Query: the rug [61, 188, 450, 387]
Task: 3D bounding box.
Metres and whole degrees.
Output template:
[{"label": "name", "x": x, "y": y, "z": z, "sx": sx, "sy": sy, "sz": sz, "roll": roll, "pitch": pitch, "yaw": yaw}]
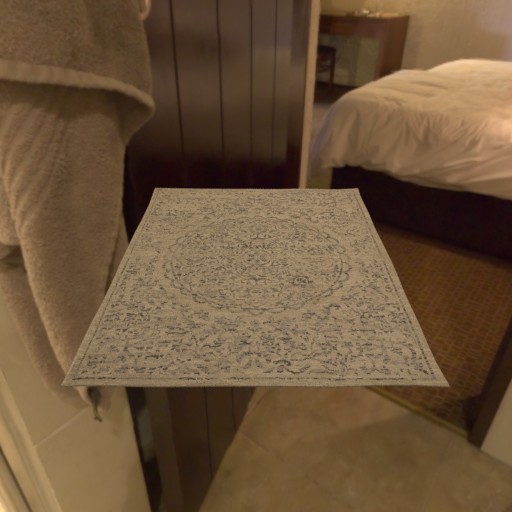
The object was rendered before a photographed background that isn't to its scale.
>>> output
[{"label": "rug", "x": 0.000, "y": 0.000, "z": 3.896, "sx": 2.343, "sy": 0.026, "sz": 2.925, "roll": 0, "pitch": 32, "yaw": 0}]
